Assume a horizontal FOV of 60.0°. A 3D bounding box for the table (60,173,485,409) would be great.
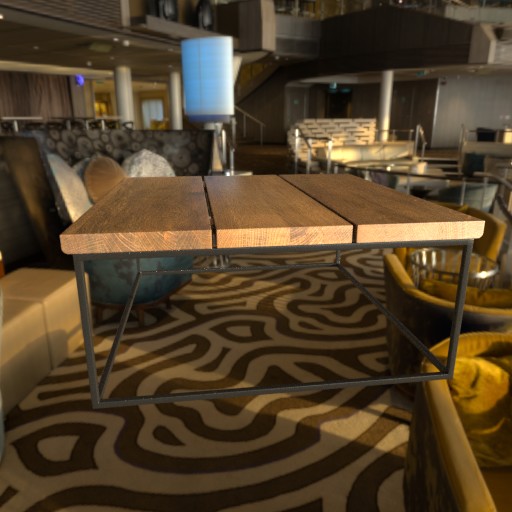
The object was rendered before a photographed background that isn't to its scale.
[{"bbox_3d":[0.000,0.000,1.408,0.900,0.400,0.900,-2,17,-8],"label":"table"}]
